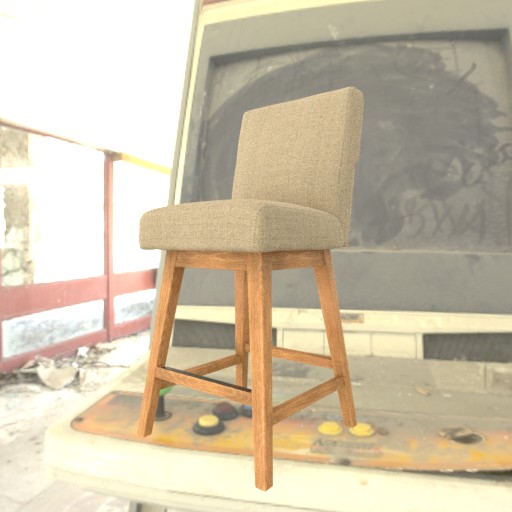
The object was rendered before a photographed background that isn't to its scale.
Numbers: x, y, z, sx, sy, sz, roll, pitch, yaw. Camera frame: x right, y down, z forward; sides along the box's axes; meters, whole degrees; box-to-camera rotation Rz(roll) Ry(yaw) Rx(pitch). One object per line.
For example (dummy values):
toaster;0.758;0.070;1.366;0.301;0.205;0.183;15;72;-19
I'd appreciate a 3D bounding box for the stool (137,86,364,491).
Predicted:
stool;0.000;0.000;1.292;0.459;1.010;0.526;2;3;39
